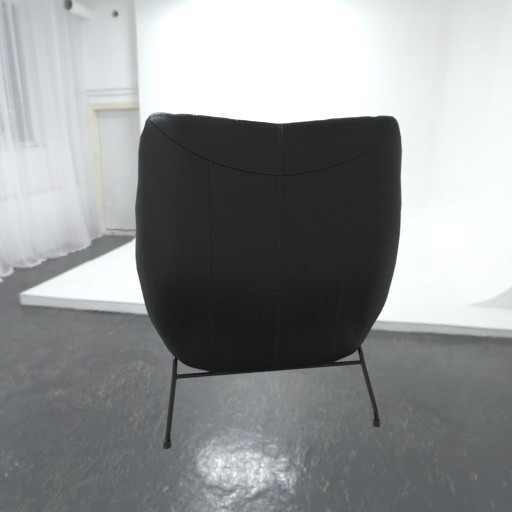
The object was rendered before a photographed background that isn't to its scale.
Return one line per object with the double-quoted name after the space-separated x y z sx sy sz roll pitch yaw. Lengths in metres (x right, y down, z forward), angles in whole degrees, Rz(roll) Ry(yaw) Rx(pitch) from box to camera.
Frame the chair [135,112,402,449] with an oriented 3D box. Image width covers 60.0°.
0.000 0.000 1.576 0.836 0.922 0.826 -2 14 -9 "chair"
